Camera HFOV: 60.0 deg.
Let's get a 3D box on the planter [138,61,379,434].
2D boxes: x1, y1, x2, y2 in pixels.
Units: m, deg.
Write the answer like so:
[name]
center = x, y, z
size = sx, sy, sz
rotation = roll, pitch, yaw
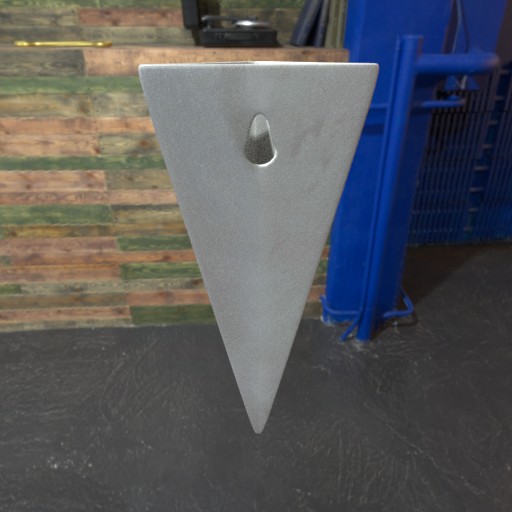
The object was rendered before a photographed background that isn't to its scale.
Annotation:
[planter]
center = 0.000, 0.000, 0.157
size = 0.058, 0.130, 0.047
rotation = -1, 29, -2
